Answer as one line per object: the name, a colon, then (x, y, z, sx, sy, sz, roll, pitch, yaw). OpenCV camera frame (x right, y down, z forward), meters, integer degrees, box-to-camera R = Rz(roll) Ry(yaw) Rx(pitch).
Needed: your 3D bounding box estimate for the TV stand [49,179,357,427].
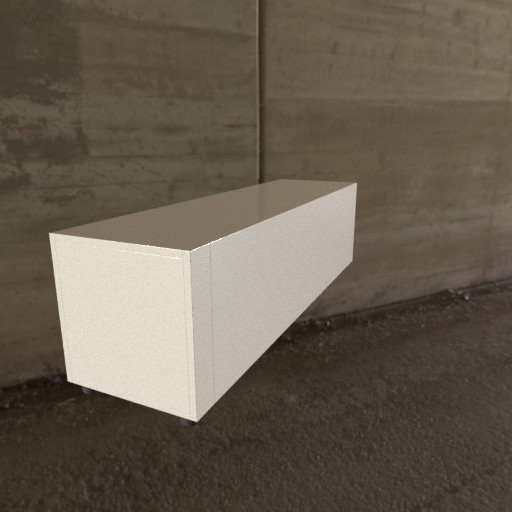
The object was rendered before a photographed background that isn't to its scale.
TV stand: (0.000, 0.000, 1.712, 0.410, 0.440, 1.500, 7, 17, 24)
